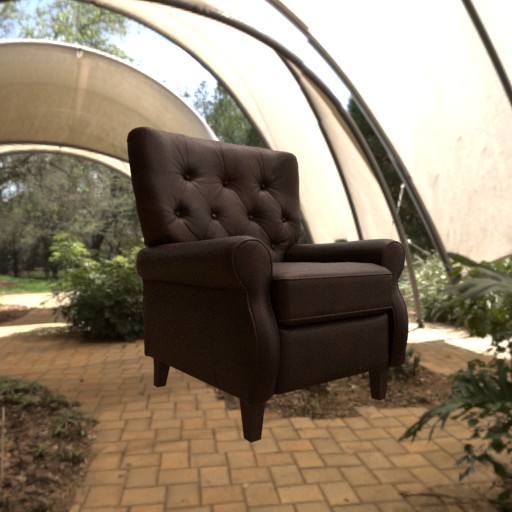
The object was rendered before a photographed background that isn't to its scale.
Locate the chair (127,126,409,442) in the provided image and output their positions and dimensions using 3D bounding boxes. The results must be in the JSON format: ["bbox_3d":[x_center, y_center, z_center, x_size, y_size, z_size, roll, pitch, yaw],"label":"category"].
[{"bbox_3d":[0.000,0.000,1.939,0.948,1.158,1.058,-1,1,-37],"label":"chair"}]
